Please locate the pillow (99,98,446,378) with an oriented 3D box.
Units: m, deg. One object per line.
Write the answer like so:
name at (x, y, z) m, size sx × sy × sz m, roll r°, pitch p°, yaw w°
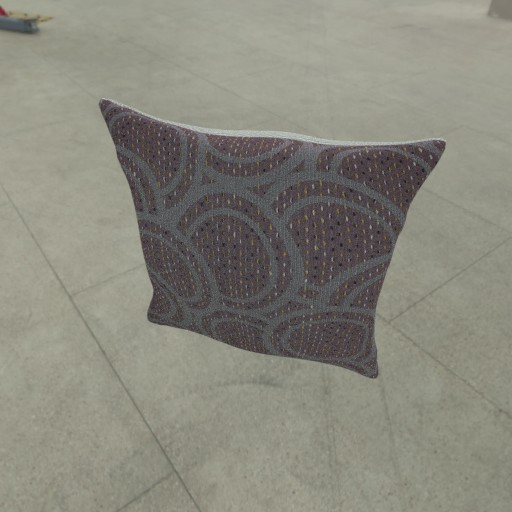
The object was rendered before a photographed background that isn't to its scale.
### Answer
pillow at (0.000, 0.000, 0.791) m, size 0.514 × 0.513 × 0.163 m, roll 11°, pitch 41°, yaw 13°
